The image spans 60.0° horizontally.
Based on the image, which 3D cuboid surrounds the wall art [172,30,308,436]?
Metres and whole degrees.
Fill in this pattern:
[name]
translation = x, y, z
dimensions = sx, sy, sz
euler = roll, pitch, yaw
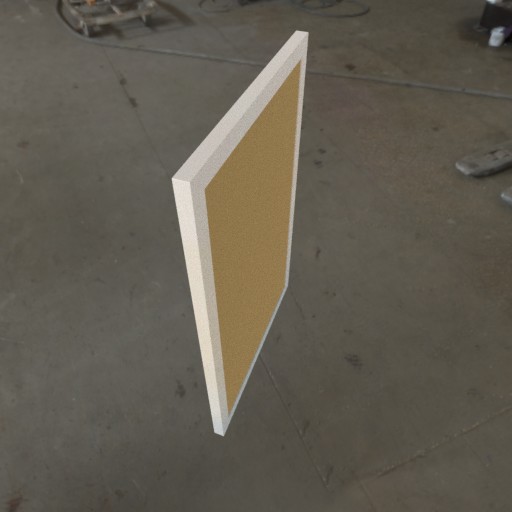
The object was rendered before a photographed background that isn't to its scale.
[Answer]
[wall art]
translation = 0.000, 0.000, 1.455
dimensions = 0.038, 1.143, 0.764
euler = 15, 48, 14
